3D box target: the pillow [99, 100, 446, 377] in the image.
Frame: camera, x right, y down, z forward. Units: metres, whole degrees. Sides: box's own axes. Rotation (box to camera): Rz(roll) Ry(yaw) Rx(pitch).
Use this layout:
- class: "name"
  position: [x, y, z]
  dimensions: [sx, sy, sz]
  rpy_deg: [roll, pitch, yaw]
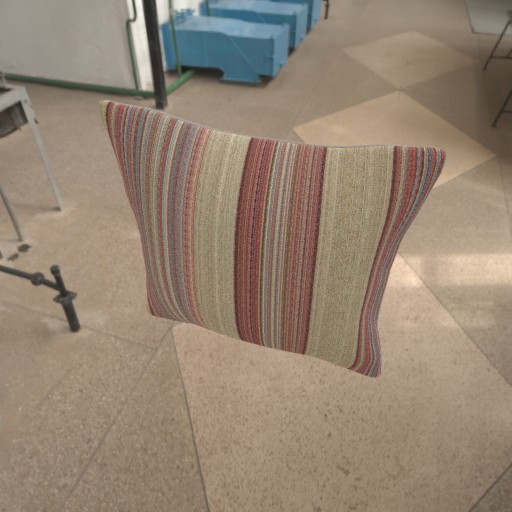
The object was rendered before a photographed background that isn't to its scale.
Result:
- class: "pillow"
  position: [0.000, 0.000, 0.656]
  dimensions: [0.437, 0.419, 0.136]
  rpy_deg: [13, 43, 14]
